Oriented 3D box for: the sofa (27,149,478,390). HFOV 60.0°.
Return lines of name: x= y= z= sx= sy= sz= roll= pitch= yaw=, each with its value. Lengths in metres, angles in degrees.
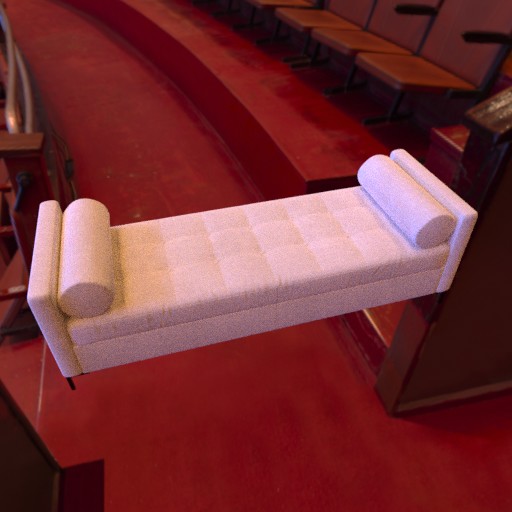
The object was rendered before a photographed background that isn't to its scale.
sofa: x=0.000 y=0.000 z=2.297 sx=1.981 sy=0.635 sz=0.686 roll=-11 pitch=42 yaw=-12
